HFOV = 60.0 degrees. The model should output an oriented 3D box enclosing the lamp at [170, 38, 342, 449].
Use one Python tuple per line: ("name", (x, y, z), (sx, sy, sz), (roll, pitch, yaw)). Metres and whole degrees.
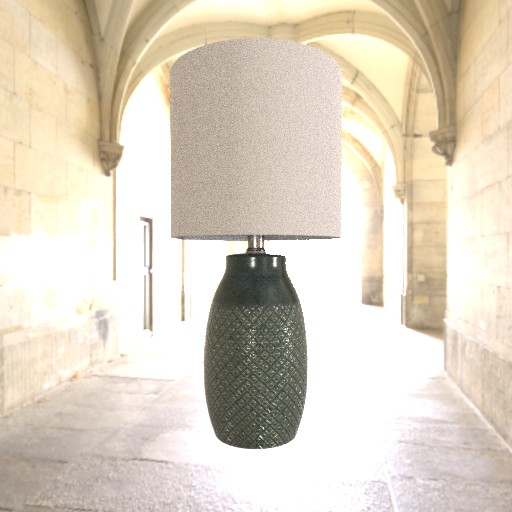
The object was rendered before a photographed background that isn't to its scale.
("lamp", (0.000, 0.000, 0.568), (0.217, 0.453, 0.217), (0, 0, -36))
